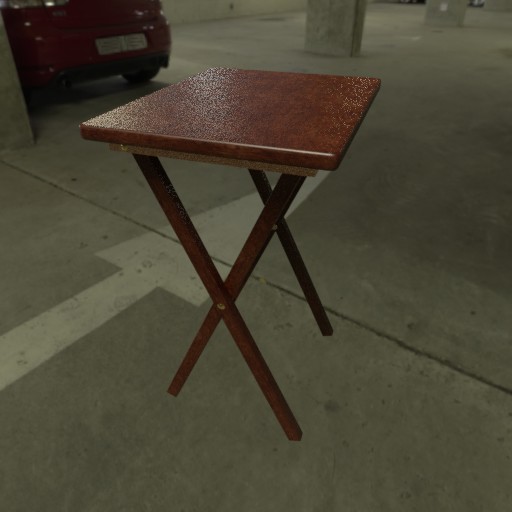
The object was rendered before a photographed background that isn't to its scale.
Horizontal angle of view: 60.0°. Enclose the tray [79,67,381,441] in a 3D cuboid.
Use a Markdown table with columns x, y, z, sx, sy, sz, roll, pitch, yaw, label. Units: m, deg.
| x | y | z | sx | sy | sz | roll | pitch | yaw | label |
| --- | --- | --- | --- | --- | --- | --- | --- | --- | --- |
| 0.000 | 0.000 | 0.954 | 0.381 | 0.660 | 0.483 | 11 | 34 | 16 | tray |
